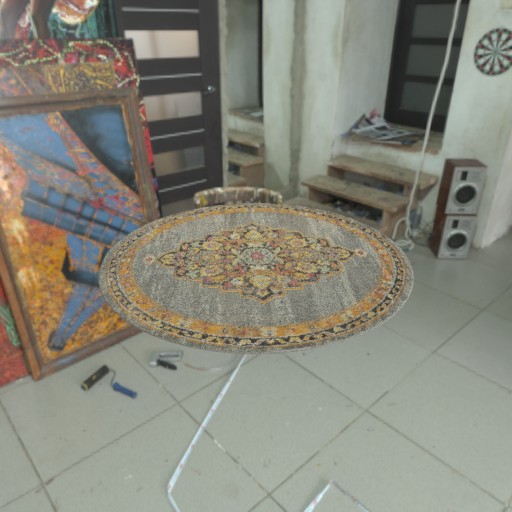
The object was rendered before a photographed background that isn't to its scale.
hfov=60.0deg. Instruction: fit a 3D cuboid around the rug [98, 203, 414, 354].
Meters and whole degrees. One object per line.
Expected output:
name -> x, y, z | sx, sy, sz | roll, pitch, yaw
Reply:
rug -> 0.000, 0.000, 3.510 | 2.382, 0.014, 2.382 | 0, 27, 0
